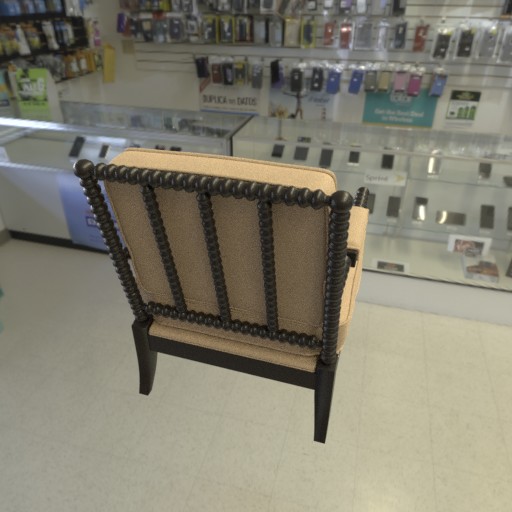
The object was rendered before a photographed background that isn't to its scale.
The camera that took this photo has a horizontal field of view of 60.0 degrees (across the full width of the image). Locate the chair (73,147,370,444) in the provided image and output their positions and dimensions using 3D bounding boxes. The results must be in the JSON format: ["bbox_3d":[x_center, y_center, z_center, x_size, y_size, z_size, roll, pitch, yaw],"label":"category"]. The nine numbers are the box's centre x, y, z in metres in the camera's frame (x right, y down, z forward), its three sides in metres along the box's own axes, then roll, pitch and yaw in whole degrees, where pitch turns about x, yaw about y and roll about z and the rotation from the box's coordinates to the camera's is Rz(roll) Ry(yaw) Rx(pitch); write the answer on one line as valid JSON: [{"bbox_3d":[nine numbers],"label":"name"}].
[{"bbox_3d":[0.000,0.000,1.198,0.555,0.703,0.657,10,33,15],"label":"chair"}]
